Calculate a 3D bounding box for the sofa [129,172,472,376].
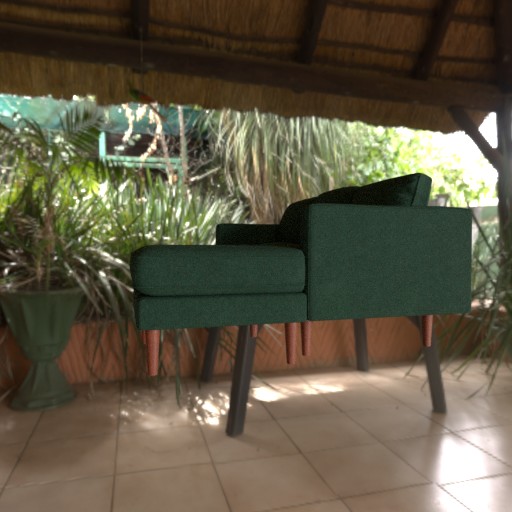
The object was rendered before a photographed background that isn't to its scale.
[{"bbox_3d":[0.000,0.000,2.862,1.580,0.899,2.030,0,2,-16],"label":"sofa"}]
